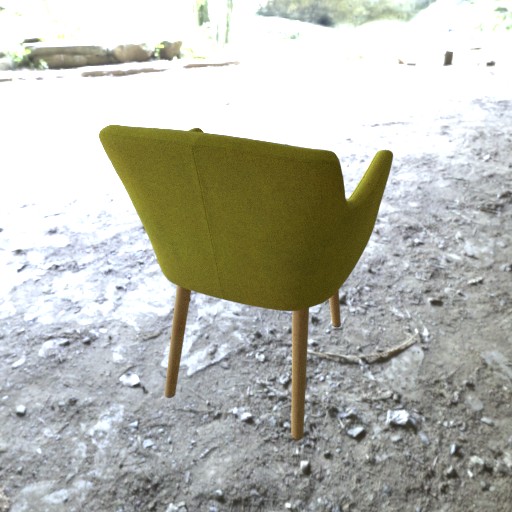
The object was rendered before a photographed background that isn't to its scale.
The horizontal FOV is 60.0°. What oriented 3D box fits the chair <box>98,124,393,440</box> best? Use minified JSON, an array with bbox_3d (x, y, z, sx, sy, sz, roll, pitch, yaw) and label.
[{"bbox_3d":[0.000,0.000,1.150,0.570,0.780,0.570,12,34,18],"label":"chair"}]
